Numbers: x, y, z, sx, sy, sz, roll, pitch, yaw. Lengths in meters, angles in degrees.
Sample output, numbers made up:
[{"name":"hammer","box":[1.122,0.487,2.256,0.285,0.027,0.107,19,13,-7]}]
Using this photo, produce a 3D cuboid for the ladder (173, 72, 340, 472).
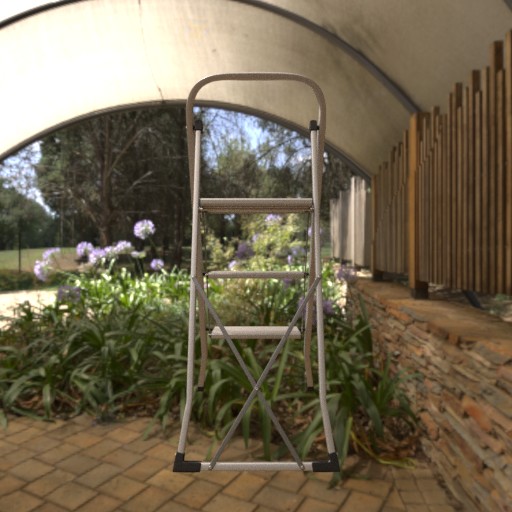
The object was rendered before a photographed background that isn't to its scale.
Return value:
[{"name":"ladder","box":[0.000,0.000,1.437,0.465,1.070,0.704,0,0,0]}]
